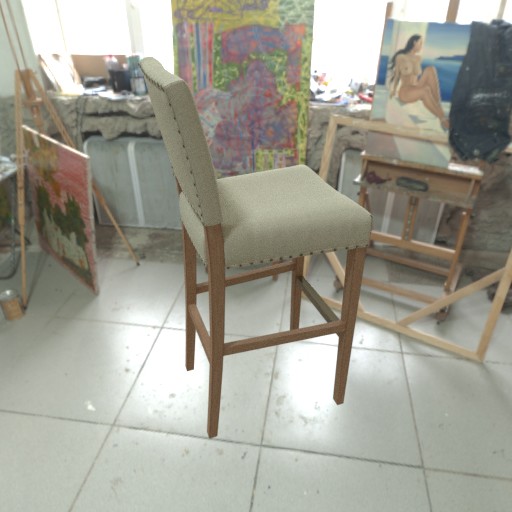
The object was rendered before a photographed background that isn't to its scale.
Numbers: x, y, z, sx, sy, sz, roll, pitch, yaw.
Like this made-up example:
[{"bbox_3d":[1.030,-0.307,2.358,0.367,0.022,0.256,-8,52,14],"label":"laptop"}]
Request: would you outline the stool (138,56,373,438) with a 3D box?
[{"bbox_3d":[0.000,0.000,1.407,0.546,1.143,0.428,-11,34,-18],"label":"stool"}]
